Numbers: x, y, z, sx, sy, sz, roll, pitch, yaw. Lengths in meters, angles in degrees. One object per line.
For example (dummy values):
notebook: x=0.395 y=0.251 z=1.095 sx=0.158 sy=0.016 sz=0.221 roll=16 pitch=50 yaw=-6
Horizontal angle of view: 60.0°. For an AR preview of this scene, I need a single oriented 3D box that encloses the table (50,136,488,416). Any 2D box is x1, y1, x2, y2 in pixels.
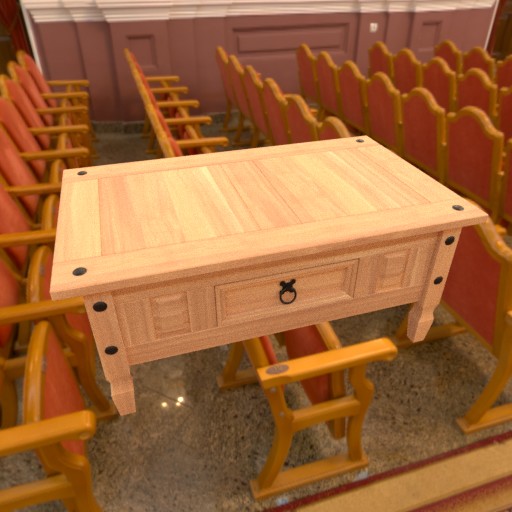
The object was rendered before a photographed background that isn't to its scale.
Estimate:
table: x=0.000 y=0.000 z=1.311 sx=1.000 sy=0.437 sz=0.600 roll=-10 pitch=35 yaw=-14
